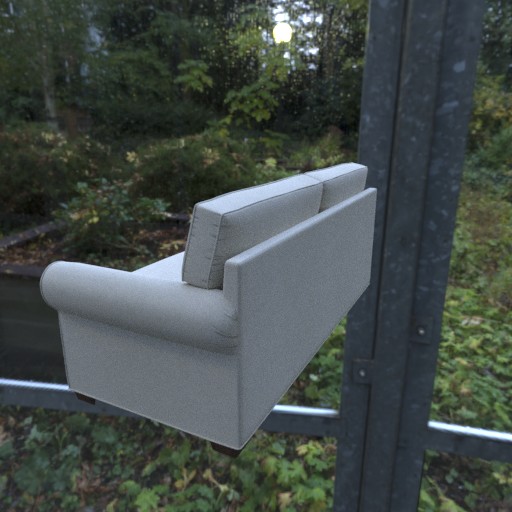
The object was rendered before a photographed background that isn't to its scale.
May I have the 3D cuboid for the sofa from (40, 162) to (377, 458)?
[{"bbox_3d":[0.000,0.000,2.536,0.901,0.962,2.146,8,18,26],"label":"sofa"}]
